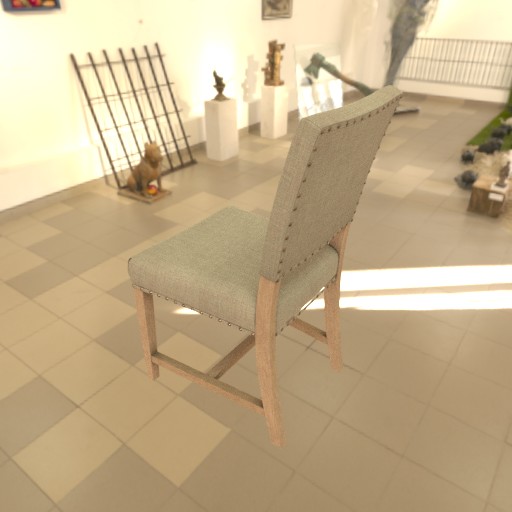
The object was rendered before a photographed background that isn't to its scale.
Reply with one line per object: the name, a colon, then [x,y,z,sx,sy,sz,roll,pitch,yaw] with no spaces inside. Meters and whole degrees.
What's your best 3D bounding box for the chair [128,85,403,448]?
chair: [0.000,0.000,1.359,0.622,0.986,0.508,20,36,30]
